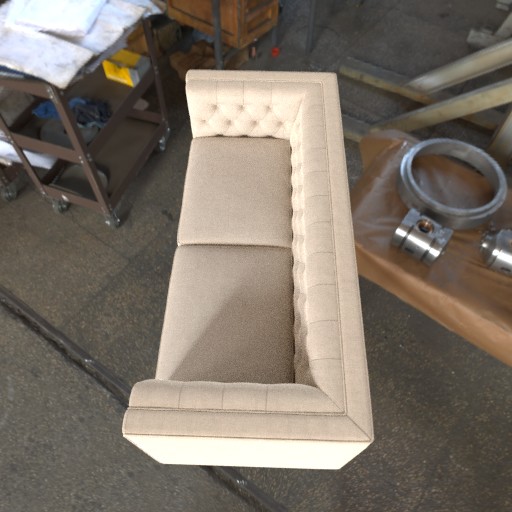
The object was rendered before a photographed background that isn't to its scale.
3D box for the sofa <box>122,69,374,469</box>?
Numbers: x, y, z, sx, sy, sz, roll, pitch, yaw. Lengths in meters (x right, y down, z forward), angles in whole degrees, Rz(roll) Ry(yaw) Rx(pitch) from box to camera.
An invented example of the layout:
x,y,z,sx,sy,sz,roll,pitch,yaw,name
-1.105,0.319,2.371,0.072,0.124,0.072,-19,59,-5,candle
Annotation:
x,y,z,sx,sy,sz,roll,pitch,yaw,name
0.000,0.000,2.122,0.775,0.762,1.778,2,58,1,sofa
